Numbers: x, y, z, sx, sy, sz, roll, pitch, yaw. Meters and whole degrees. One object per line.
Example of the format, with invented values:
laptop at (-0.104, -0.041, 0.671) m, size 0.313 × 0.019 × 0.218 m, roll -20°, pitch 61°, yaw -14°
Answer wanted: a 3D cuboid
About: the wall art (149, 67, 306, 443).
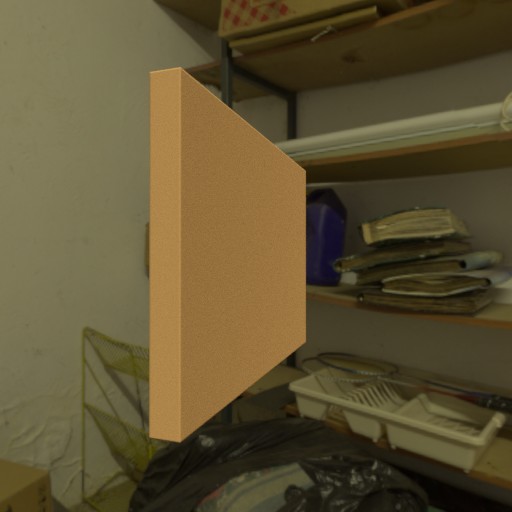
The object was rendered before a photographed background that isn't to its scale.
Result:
wall art at (0.000, 0.000, 0.775) m, size 0.039 × 0.407 × 0.609 m, roll 0°, pitch 0°, yaw 19°
